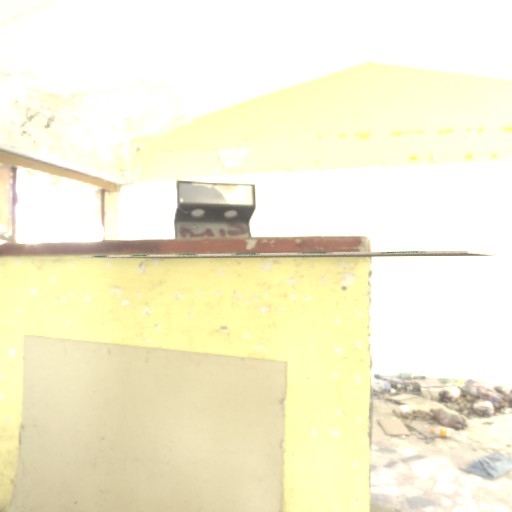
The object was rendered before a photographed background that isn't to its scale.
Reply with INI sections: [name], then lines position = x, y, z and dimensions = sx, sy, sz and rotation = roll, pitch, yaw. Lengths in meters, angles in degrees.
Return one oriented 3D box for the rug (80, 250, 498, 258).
[rug]
position = 0.000, 0.000, 2.627
dimensions = 2.438, 0.012, 0.768
rotation = -1, -1, 36
